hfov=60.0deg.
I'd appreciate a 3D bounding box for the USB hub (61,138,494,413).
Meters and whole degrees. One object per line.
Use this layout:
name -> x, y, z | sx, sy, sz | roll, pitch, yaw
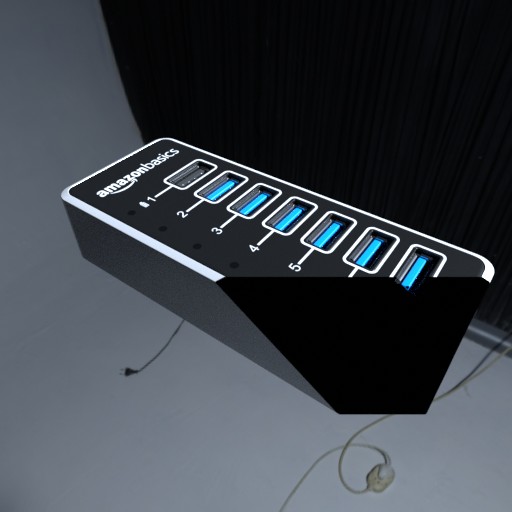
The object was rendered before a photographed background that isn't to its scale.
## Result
USB hub -> 0.000, 0.000, 0.122 | 0.110, 0.023, 0.044 | 26, 48, 26
